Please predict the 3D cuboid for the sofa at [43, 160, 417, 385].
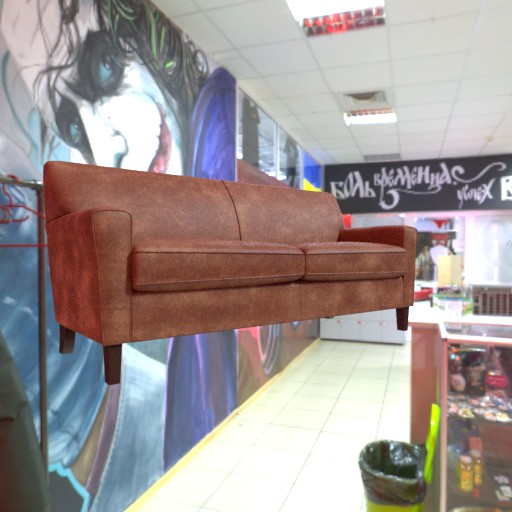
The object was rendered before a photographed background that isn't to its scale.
[{"bbox_3d":[0.000,0.000,2.491,2.053,0.947,0.805,0,1,-38],"label":"sofa"}]
